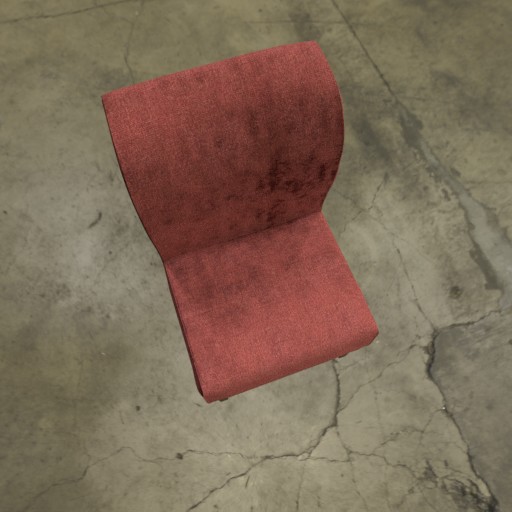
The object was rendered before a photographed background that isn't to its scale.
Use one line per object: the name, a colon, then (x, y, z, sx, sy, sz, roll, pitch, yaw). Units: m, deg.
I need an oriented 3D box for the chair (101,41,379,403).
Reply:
chair: (0.000, 0.000, 1.266, 0.538, 0.846, 0.640, -18, 66, -8)
